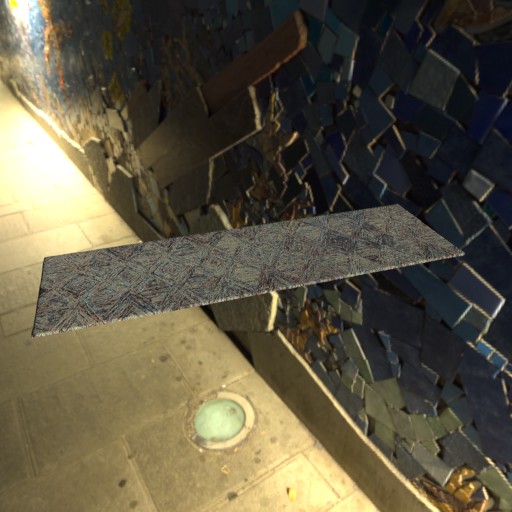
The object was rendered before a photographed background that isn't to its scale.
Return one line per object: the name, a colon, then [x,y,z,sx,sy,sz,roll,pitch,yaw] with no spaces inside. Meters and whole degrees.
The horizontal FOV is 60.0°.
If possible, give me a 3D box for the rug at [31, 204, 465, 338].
rug: [0.000,0.000,2.514,2.292,0.015,0.688,-10,33,-15]
